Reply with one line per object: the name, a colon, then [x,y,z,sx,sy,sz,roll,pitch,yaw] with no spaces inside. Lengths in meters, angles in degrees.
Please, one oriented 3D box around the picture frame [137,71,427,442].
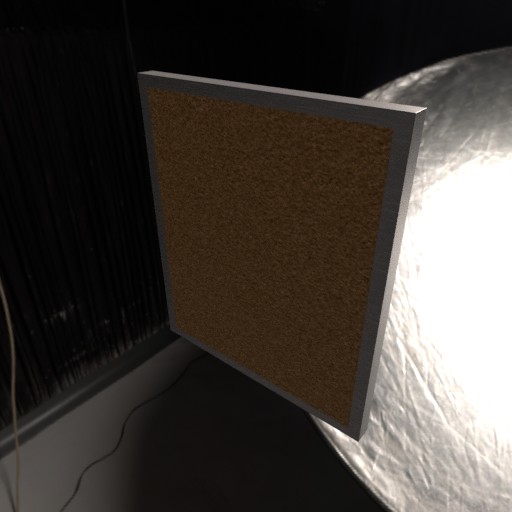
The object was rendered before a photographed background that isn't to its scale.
picture frame: [0.000,0.000,0.523,0.327,0.378,0.027,22,37,33]
